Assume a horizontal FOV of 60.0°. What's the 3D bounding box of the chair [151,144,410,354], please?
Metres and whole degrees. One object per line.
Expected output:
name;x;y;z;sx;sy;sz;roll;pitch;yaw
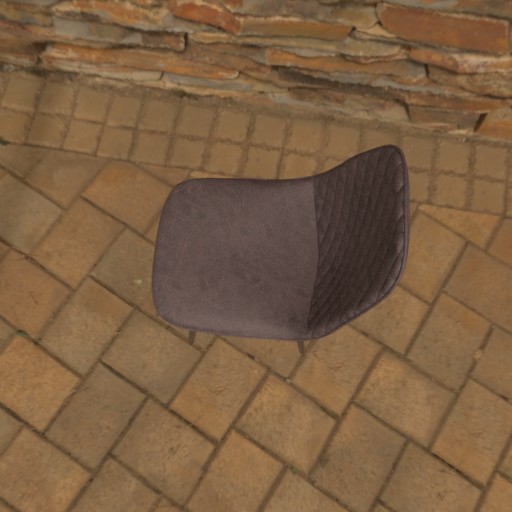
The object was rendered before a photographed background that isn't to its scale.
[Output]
chair;0.000;0.000;1.230;0.561;0.889;0.472;4;75;1
